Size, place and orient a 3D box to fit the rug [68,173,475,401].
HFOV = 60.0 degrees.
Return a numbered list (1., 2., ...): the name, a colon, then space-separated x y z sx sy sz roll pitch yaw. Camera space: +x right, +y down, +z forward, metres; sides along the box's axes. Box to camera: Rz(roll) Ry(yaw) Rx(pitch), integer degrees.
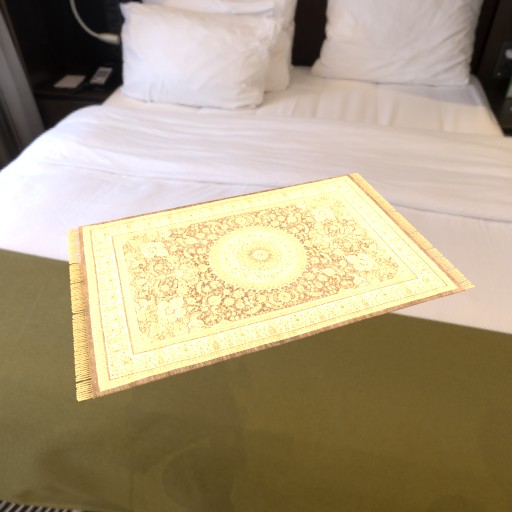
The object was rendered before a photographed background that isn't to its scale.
1. rug: 0.000 0.000 4.301 3.422 0.015 2.143 -13 43 -15
